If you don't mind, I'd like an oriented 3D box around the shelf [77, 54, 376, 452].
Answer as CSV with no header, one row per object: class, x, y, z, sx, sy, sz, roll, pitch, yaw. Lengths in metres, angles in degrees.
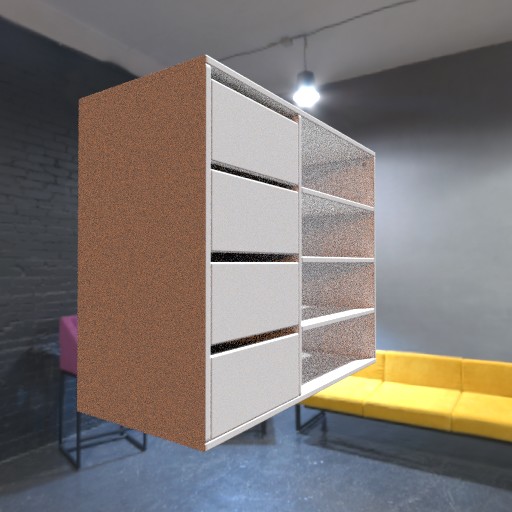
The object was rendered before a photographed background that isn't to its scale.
shelf,0.000,0.000,1.293,0.396,0.732,0.895,-1,-1,35
